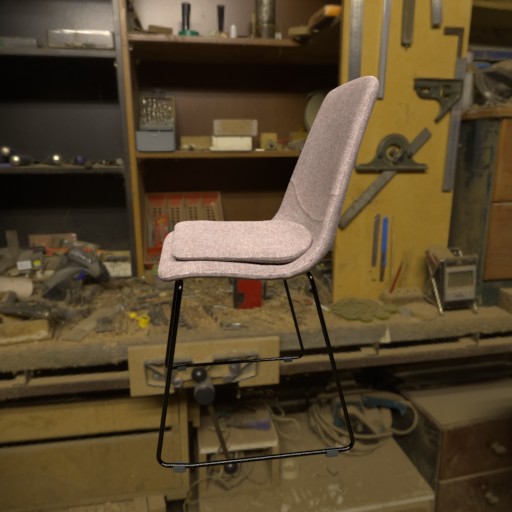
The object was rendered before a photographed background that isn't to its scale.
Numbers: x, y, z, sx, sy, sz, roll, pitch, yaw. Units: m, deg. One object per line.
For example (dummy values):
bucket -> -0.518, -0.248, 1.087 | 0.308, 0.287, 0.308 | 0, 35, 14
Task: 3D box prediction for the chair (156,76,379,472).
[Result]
chair -> 0.000, 0.000, 1.134 | 0.518, 0.858, 0.479 | -2, 15, -9
